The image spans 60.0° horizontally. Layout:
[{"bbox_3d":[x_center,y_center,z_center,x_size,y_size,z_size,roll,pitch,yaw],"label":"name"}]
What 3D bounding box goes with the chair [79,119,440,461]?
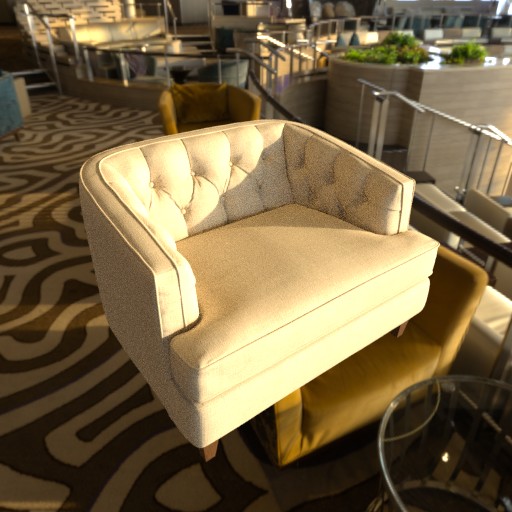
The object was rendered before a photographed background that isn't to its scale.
[{"bbox_3d":[0.000,0.000,1.724,1.118,0.787,0.914,-21,37,-31],"label":"chair"}]
